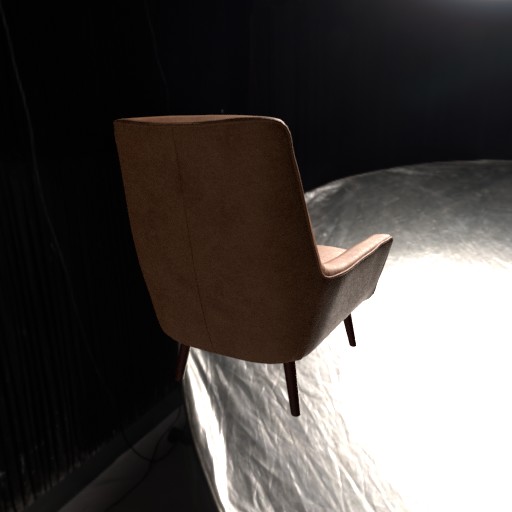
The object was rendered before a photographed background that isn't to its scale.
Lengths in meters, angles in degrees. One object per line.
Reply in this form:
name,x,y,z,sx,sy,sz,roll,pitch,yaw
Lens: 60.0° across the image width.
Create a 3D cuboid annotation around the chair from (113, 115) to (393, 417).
chair,0.000,0.000,1.496,0.753,0.883,0.851,8,17,26
